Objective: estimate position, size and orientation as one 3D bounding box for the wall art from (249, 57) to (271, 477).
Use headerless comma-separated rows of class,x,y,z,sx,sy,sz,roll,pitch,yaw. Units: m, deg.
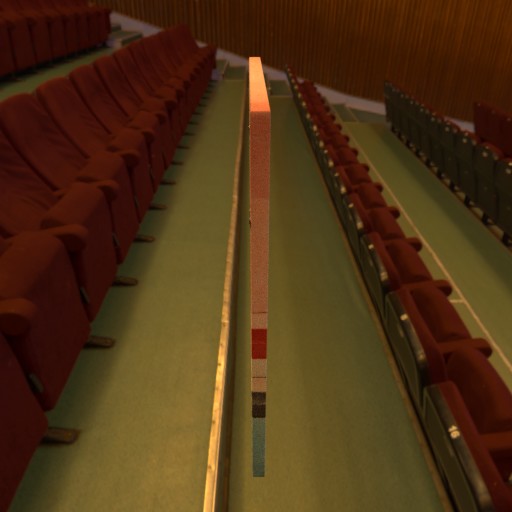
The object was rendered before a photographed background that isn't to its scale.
wall art,0.000,0.000,1.336,0.039,1.016,0.761,0,30,-1
